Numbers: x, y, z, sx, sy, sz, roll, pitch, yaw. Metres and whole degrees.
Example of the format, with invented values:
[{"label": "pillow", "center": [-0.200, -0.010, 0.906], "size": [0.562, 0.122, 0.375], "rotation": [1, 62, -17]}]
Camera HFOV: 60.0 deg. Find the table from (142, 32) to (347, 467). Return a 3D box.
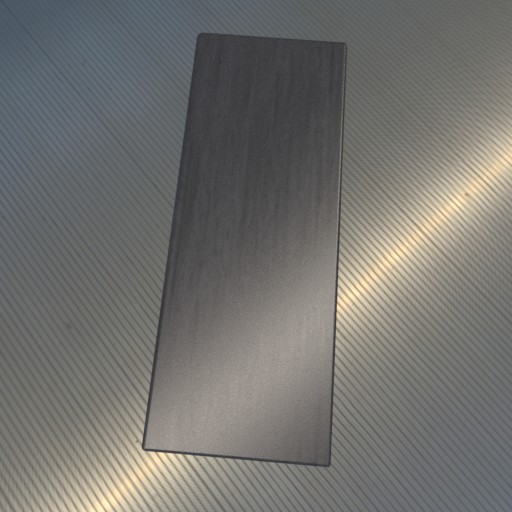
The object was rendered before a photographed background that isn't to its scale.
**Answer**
[{"label": "table", "center": [0.000, 0.000, 1.543], "size": [0.459, 0.735, 1.184], "rotation": [5, 75, 1]}]
